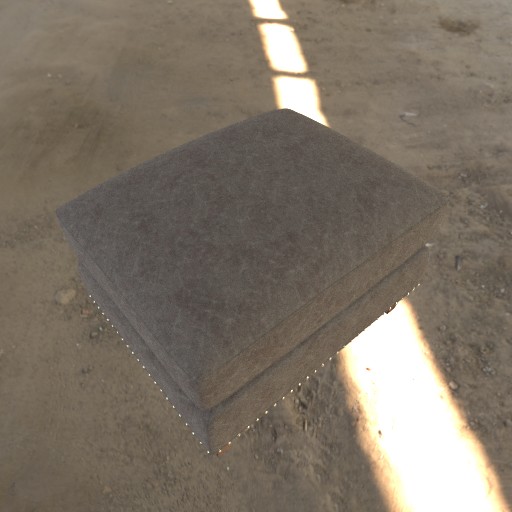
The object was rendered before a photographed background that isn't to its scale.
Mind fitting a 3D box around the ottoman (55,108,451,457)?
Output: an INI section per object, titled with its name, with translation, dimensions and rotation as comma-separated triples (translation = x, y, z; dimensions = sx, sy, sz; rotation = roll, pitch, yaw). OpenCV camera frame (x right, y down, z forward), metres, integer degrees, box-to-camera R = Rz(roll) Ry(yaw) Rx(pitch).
[ottoman]
translation = 0.000, 0.000, 1.146
dimensions = 0.741, 0.513, 0.584
rotation = -32, 54, -26
